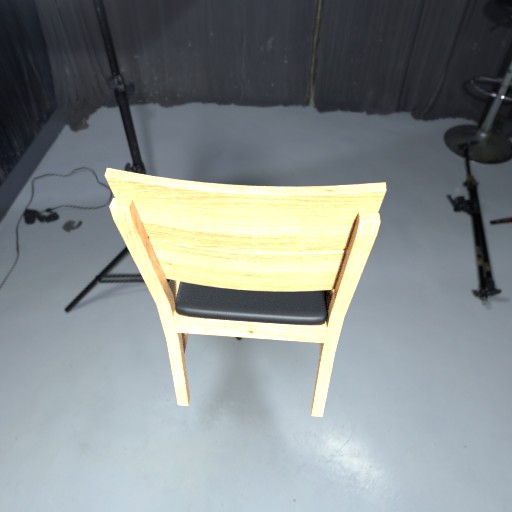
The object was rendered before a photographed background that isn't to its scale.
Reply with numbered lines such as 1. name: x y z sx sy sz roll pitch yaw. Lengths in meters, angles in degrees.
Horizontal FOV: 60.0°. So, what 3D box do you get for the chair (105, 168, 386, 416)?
1. chair: 0.000 0.000 1.268 0.475 0.950 0.569 4 48 3
